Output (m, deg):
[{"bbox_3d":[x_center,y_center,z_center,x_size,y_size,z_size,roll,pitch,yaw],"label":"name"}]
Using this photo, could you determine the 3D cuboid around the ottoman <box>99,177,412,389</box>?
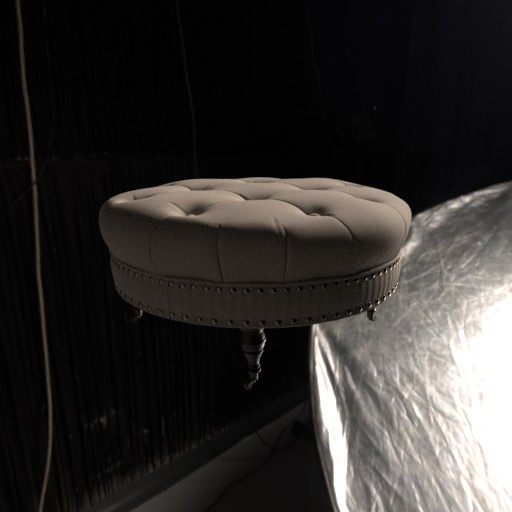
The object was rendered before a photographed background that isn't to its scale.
[{"bbox_3d":[0.000,0.000,1.369,0.901,0.439,0.901,0,16,0],"label":"ottoman"}]
